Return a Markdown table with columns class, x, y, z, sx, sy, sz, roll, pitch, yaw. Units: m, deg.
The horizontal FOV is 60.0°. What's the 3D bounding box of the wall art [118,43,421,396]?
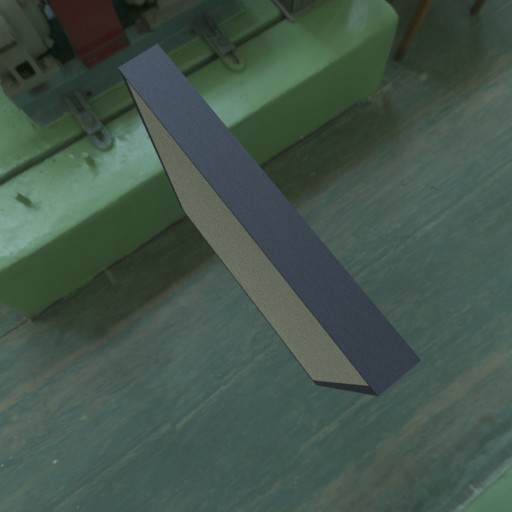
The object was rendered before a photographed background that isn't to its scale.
| class | x | y | z | sx | sy | sz | roll | pitch | yaw |
| --- | --- | --- | --- | --- | --- | --- | --- | --- | --- |
| wall art | 0.000 | 0.000 | 0.457 | 0.036 | 0.300 | 0.302 | -36 | 78 | -9 |
